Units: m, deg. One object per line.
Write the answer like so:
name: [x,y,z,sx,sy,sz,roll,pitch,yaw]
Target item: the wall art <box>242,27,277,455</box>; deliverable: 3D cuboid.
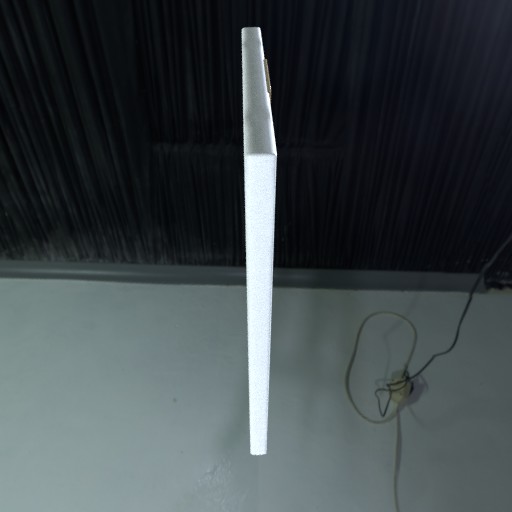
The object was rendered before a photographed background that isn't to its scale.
wall art: [0.000,0.000,1.116,0.048,0.902,0.602,-1,42,-1]
